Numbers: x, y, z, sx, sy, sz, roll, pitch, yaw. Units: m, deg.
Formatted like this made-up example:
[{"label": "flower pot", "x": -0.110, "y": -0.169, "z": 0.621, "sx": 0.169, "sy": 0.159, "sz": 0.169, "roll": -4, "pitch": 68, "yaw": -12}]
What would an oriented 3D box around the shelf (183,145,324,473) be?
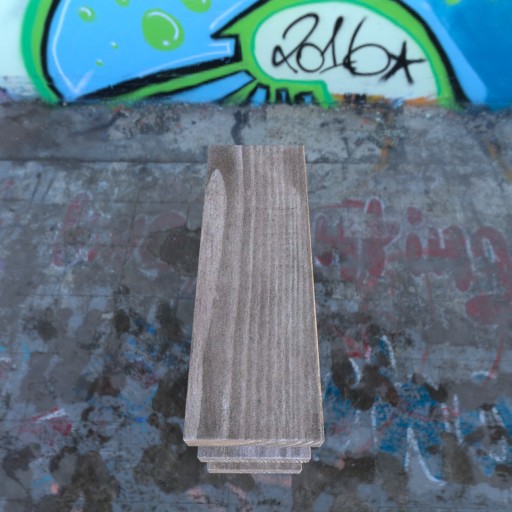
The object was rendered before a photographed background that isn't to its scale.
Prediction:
[{"label": "shelf", "x": 0.000, "y": 0.000, "z": 0.722, "sx": 0.140, "sy": 0.293, "sz": 0.610, "roll": 0, "pitch": 58, "yaw": 0}]
